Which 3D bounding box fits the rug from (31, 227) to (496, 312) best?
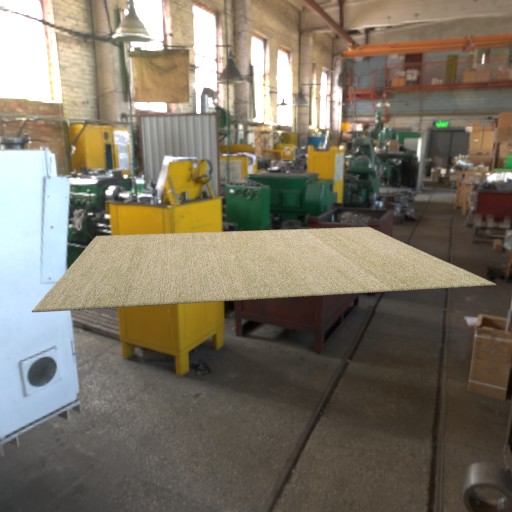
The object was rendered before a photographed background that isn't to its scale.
[{"bbox_3d":[0.000,0.000,5.005,3.935,0.025,2.782,-2,15,-9],"label":"rug"}]
